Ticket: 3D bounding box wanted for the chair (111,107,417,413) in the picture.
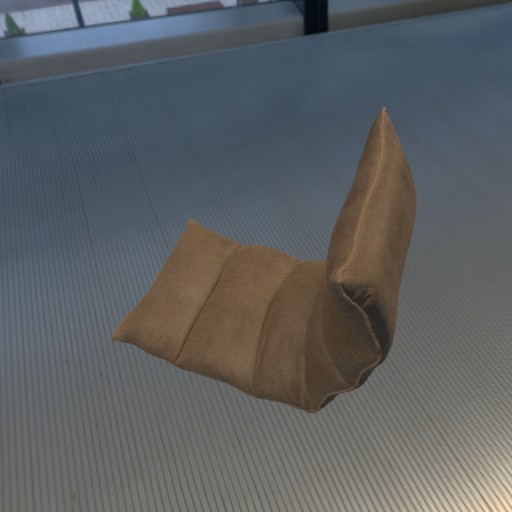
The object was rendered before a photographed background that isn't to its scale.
[{"bbox_3d":[0.000,0.000,1.552,0.985,0.892,0.714,17,51,14],"label":"chair"}]
